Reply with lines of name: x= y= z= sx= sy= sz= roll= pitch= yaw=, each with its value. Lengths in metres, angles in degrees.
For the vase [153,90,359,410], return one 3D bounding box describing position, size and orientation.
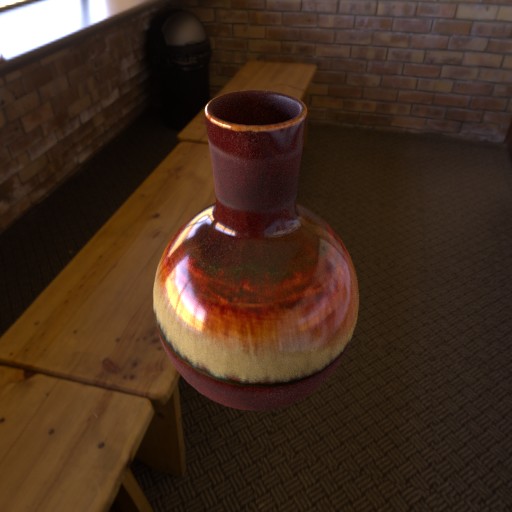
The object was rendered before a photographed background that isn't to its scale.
vase: x=0.000 y=0.000 z=0.226 sx=0.111 sy=0.154 sz=0.111 roll=0 pitch=39 yaw=0
